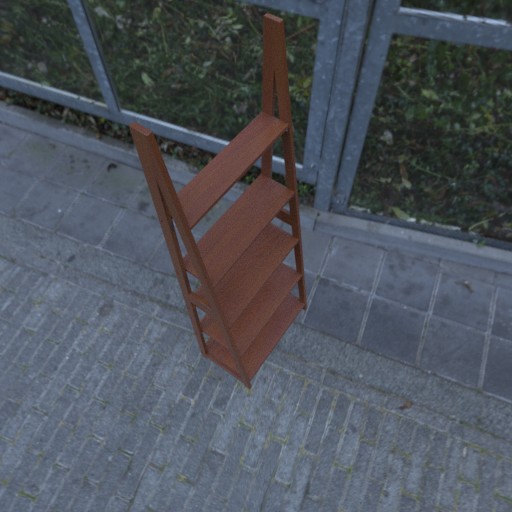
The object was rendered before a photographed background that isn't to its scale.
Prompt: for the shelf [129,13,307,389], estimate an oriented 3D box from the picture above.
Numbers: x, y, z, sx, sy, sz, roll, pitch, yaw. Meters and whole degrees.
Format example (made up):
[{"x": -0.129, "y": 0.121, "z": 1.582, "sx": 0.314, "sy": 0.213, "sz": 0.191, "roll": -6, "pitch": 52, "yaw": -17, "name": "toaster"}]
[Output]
[{"x": 0.000, "y": 0.000, "z": 1.973, "sx": 0.356, "sy": 1.780, "sz": 0.630, "roll": 31, "pitch": 64, "yaw": 17, "name": "shelf"}]
